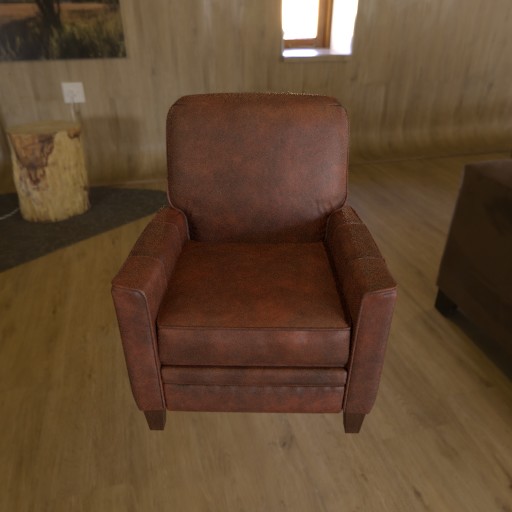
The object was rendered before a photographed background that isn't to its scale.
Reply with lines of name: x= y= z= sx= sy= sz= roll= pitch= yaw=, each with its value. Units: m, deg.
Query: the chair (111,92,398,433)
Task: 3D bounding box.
chair: x=0.000 y=0.000 z=1.654 sx=0.843 sy=1.043 sz=0.836 roll=1 pitch=29 yaw=1
